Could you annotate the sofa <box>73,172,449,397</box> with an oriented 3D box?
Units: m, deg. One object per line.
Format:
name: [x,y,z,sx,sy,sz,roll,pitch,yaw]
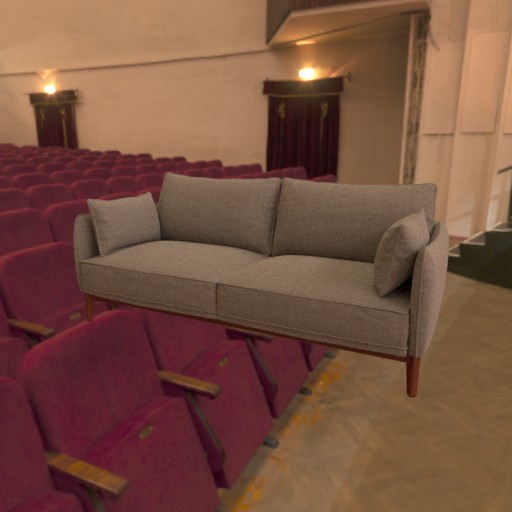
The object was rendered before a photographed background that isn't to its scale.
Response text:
sofa: [0.000,0.000,2.531,1.989,0.851,0.972,7,16,25]
